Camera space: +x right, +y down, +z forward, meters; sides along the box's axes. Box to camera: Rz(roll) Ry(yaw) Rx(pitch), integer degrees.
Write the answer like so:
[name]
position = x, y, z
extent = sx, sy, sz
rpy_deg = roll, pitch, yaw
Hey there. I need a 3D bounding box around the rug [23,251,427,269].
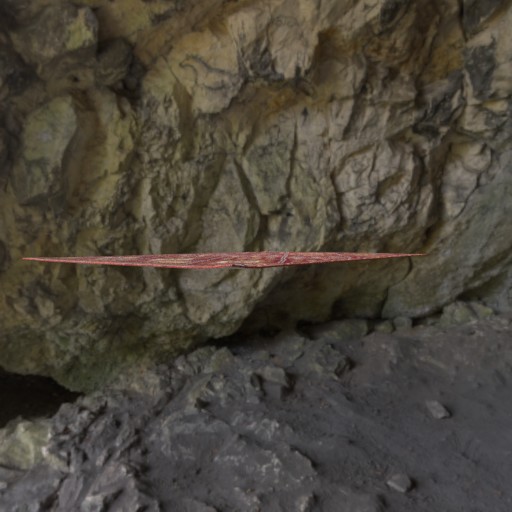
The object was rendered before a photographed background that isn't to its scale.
[rug]
position = 0.000, 0.000, 2.898
extent = 1.521, 0.026, 2.286
rpy_deg = 1, 2, 37
